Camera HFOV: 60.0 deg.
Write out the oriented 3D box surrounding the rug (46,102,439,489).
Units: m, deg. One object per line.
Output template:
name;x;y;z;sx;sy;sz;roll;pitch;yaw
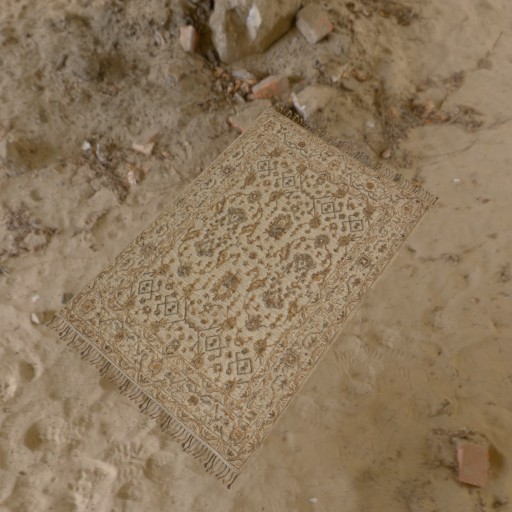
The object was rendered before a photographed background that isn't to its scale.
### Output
rug;0.000;0.000;3.038;1.529;0.027;2.434;35;69;16
